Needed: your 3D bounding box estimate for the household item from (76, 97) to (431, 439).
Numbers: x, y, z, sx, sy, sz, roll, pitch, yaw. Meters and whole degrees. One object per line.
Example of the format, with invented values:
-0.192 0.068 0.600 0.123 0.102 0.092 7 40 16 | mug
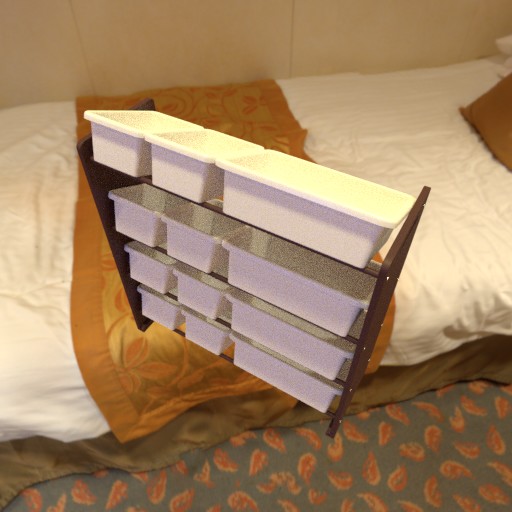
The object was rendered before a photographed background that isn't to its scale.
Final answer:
0.000 0.000 1.300 0.787 0.864 0.389 23 51 21 | household item
